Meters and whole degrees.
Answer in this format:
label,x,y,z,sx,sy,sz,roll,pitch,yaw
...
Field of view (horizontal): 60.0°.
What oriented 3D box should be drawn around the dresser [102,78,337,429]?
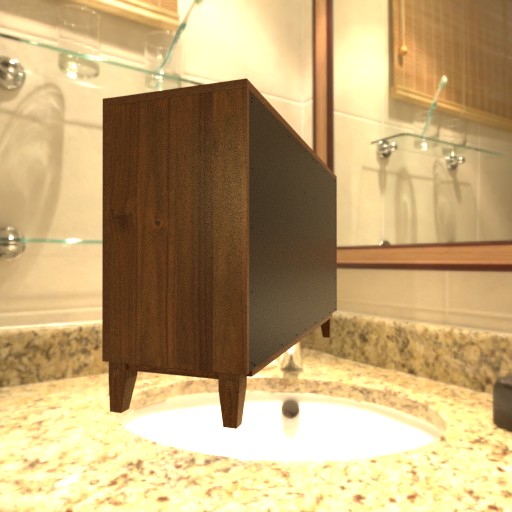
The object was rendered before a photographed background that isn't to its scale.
label,x,y,z,sx,sy,sz,roll,pitch,yaw
dresser,0.000,0.000,1.825,0.446,0.873,1.400,0,0,19
